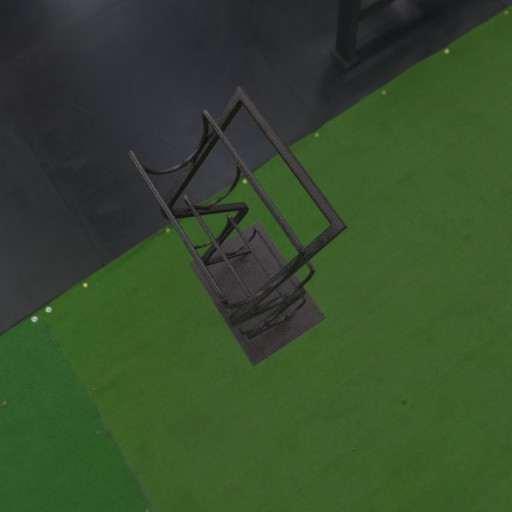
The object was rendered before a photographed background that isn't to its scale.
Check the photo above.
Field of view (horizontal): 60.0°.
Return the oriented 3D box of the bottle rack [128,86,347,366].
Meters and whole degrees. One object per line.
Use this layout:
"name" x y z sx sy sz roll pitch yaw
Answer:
"bottle rack" 0.000 0.000 0.670 0.178 0.559 0.254 -32 77 -8
